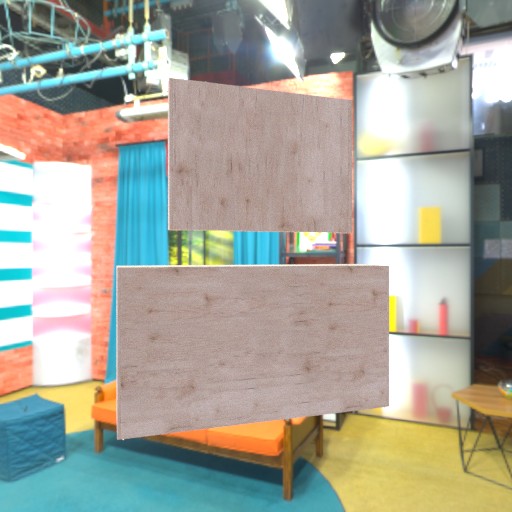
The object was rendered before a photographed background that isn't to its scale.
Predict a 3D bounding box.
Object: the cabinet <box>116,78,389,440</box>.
[{"bbox_3d":[0.000,0.000,2.837,1.700,1.981,0.420,0,0,-18],"label":"cabinet"}]
